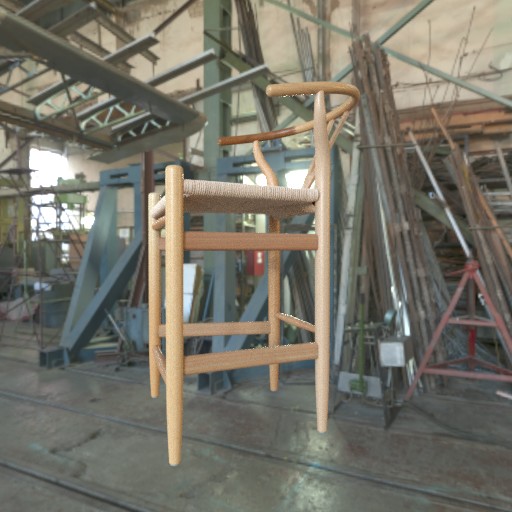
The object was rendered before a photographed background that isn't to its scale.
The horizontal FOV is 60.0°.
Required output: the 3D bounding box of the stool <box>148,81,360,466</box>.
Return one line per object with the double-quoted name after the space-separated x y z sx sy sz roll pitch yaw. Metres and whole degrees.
0.000 0.000 1.296 0.575 0.923 0.536 0 1 -18 "stool"
